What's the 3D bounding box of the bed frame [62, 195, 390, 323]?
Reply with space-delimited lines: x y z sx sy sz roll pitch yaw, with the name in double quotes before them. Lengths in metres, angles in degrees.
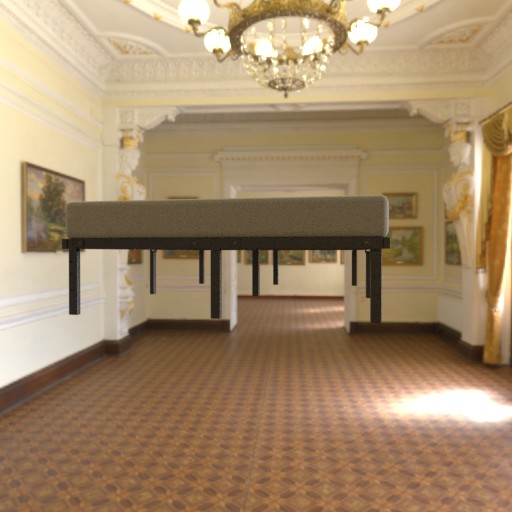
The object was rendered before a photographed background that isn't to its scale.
"bed frame" 0.000 0.000 3.776 2.205 0.680 2.842 0 1 17
